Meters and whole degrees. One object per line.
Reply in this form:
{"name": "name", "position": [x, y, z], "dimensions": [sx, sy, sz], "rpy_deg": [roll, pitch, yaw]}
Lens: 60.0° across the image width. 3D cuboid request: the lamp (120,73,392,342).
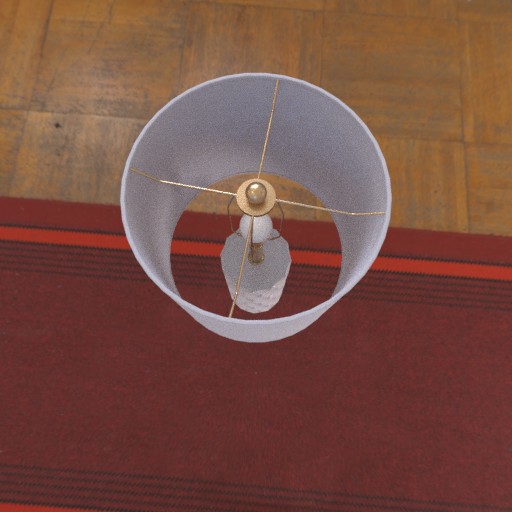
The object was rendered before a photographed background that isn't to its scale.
{"name": "lamp", "position": [0.000, 0.000, 0.712], "dimensions": [0.277, 0.537, 0.277], "rpy_deg": [-40, 79, -10]}
